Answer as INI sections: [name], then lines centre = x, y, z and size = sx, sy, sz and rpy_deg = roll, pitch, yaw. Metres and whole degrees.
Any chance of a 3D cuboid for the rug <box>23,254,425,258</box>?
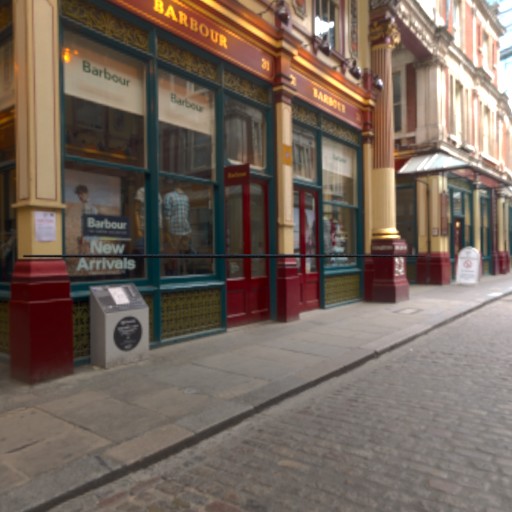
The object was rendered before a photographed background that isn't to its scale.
[rug]
centre = 0.000, 0.000, 2.917
size = 1.528, 0.014, 2.294
rpy_deg = 0, 0, 37
